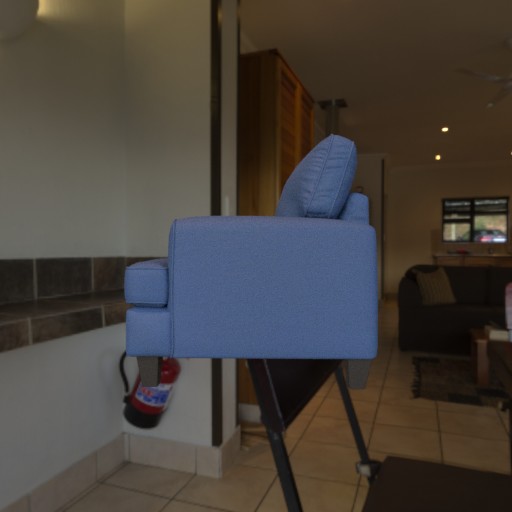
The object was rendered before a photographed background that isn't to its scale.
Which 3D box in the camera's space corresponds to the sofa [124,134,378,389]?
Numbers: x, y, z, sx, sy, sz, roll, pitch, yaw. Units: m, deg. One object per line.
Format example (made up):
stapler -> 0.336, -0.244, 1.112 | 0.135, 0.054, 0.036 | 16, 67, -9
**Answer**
sofa -> 0.000, 0.000, 2.666 | 0.951, 0.965, 2.158 | 0, 1, 1
